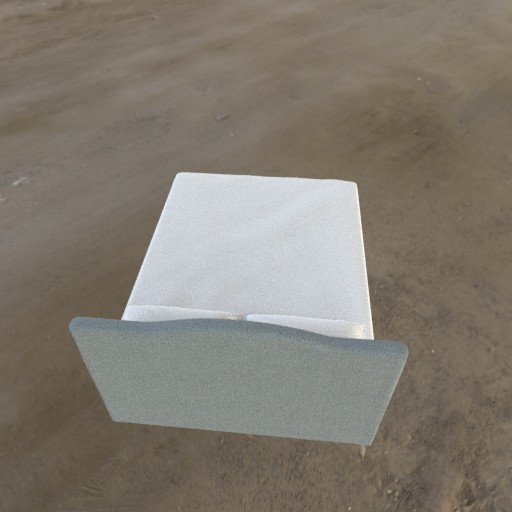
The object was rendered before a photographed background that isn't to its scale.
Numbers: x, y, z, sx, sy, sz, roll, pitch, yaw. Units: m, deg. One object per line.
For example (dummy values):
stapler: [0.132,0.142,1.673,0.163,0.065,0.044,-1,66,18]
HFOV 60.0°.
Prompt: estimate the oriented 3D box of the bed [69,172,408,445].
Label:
bed: [0.000,0.000,4.009,2.161,1.457,2.689,4,45,4]
